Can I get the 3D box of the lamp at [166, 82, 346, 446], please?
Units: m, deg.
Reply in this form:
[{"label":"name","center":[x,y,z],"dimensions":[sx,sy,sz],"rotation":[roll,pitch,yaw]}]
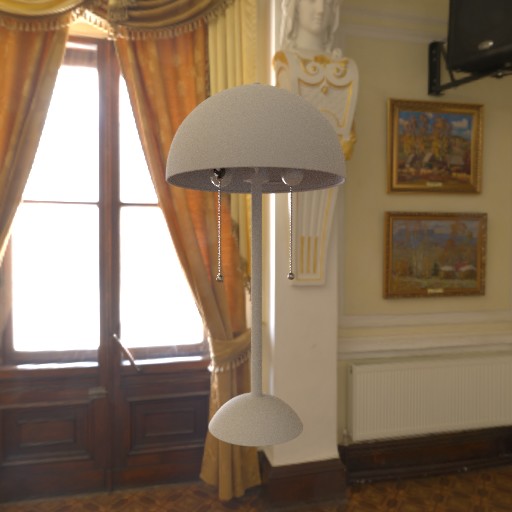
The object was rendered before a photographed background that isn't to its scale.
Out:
[{"label":"lamp","center":[0.000,0.000,0.429],"dimensions":[0.171,0.330,0.171],"rotation":[0,1,0]}]
